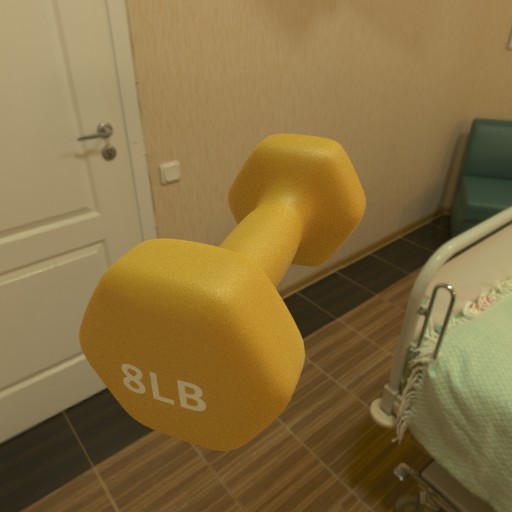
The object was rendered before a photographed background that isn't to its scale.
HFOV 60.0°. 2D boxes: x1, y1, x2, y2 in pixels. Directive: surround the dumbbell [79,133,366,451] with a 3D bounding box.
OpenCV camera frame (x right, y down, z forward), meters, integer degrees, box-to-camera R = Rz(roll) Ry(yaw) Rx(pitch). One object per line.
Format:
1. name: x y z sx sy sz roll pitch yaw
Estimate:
1. dumbbell: 0.000 0.000 0.232 0.090 0.082 0.190 12 34 18
